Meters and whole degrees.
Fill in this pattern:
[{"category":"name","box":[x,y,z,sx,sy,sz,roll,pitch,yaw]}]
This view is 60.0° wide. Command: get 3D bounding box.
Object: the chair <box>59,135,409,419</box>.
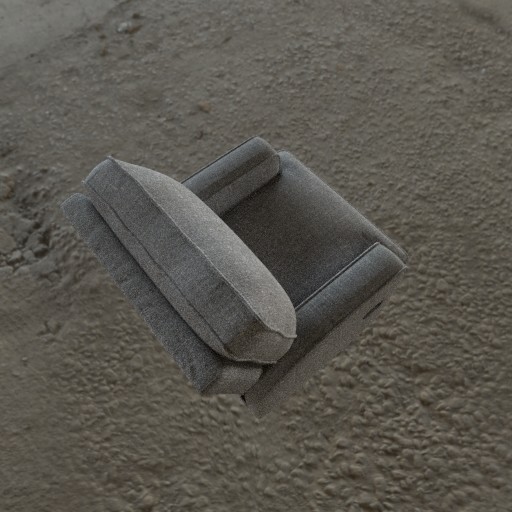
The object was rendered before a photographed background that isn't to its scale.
[{"category":"chair","box":[0.000,0.000,1.674,0.964,0.962,0.861,-36,66,-18]}]
